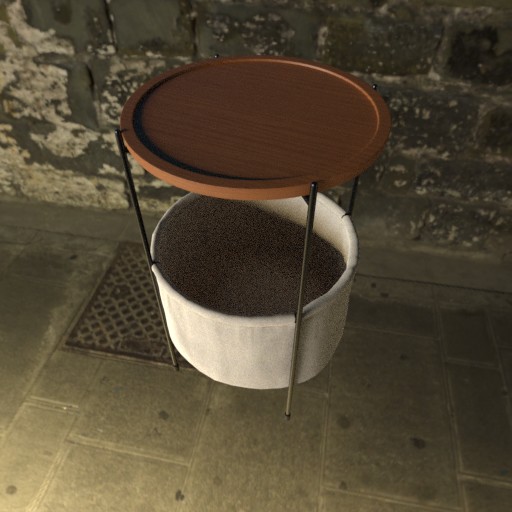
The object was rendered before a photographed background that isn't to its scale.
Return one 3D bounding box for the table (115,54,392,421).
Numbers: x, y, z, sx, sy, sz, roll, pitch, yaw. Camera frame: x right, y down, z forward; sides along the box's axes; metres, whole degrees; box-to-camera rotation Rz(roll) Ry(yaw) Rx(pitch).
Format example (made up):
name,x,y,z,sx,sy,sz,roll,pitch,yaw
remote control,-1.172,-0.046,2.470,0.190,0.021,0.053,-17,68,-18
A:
name,x,y,z,sx,sy,sz,roll,pitch,yaw
table,0.000,0.000,0.865,0.393,0.623,0.393,18,49,17
